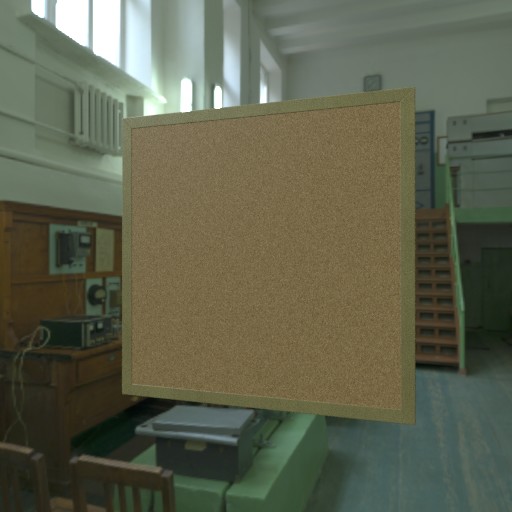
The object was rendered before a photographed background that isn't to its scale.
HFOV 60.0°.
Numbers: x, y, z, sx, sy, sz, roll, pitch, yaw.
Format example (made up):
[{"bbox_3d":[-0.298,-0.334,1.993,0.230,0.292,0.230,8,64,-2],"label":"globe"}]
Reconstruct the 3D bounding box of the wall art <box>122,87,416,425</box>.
[{"bbox_3d":[0.000,0.000,1.129,0.763,0.763,0.037,0,0,17],"label":"wall art"}]
